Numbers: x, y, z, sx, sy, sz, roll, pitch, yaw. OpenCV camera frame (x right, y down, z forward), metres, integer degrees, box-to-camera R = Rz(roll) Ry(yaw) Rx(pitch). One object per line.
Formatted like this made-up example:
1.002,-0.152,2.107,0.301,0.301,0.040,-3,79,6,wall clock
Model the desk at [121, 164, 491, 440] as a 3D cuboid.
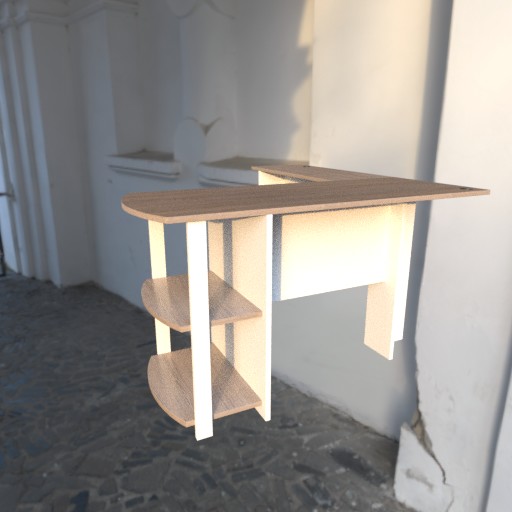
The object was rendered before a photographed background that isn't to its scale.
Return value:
0.000,0.000,2.081,1.303,0.716,1.361,-8,18,-25,desk
